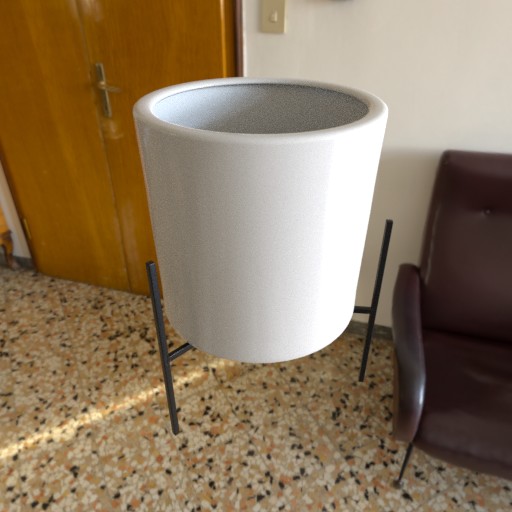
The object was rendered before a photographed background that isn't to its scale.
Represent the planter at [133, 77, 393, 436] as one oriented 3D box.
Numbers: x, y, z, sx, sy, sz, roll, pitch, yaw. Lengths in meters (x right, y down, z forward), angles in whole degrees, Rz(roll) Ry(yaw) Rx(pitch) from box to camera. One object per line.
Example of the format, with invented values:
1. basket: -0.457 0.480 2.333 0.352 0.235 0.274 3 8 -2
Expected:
1. planter: 0.000 0.000 0.622 0.307 0.431 0.308 -10 34 -16
